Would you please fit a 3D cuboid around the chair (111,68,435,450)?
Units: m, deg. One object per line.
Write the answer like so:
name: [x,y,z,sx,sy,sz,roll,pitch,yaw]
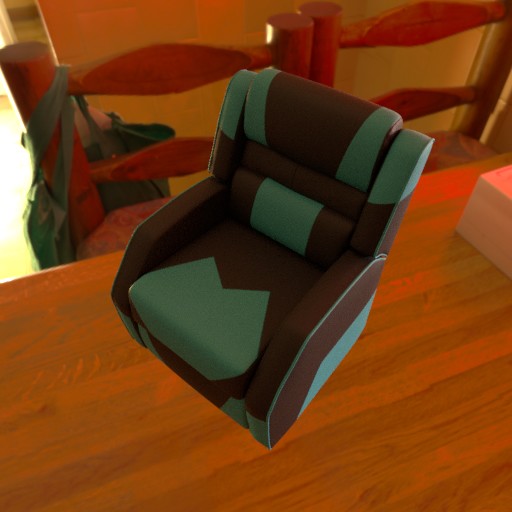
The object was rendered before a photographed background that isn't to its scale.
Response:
chair: [0.000,0.000,1.309,0.620,0.805,0.672,31,54,25]
